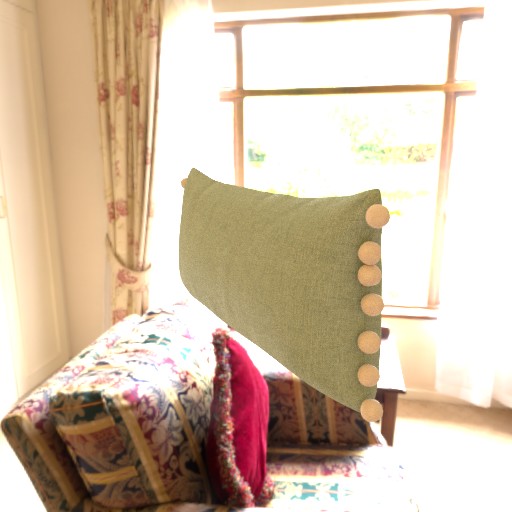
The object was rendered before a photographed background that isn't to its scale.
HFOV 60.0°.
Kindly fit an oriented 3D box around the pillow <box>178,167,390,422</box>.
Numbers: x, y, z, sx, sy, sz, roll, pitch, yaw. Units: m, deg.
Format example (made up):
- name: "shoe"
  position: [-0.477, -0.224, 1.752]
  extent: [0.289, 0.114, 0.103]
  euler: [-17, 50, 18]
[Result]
- name: "pillow"
  position: [0.000, 0.000, 0.844]
  extent: [0.201, 0.322, 0.709]
  euler: [-7, 14, -27]
